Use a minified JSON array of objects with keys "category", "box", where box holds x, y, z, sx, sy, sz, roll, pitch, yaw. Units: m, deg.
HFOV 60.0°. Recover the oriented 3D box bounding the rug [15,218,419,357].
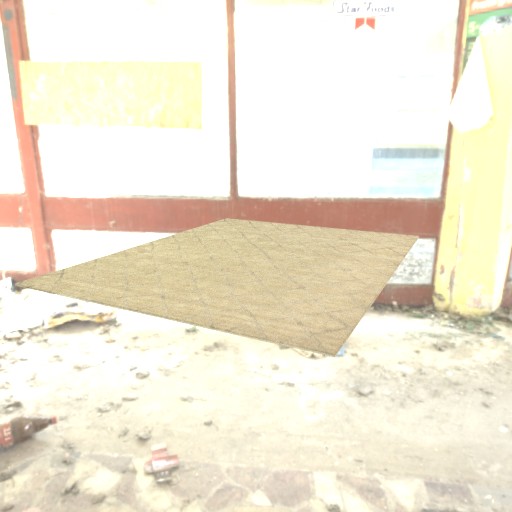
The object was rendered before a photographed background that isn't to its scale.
[{"category":"rug","box":[0.000,0.000,4.022,2.420,0.019,3.038,7,17,26]}]
